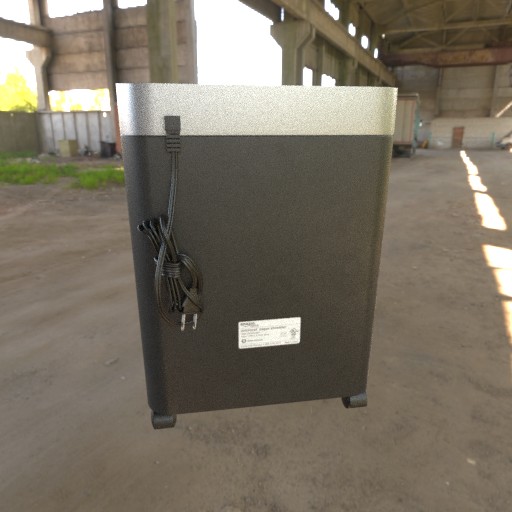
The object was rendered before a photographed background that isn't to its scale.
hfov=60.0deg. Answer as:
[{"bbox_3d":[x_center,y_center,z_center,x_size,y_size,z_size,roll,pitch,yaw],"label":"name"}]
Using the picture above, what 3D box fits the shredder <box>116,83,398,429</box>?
[{"bbox_3d":[0.000,0.000,0.584,0.311,0.419,0.237,-3,16,-9],"label":"shredder"}]
